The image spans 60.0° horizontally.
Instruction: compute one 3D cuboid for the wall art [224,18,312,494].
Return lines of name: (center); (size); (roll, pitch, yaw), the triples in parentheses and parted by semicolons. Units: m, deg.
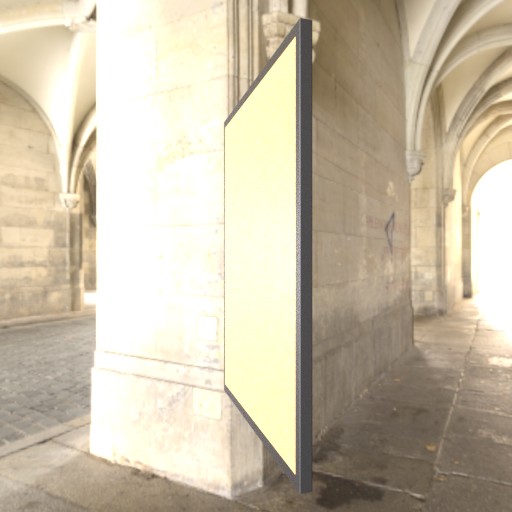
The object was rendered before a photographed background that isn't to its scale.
wall art: (0.000, 0.000, 1.332); (0.030, 1.027, 0.774); (0, 0, -16)
